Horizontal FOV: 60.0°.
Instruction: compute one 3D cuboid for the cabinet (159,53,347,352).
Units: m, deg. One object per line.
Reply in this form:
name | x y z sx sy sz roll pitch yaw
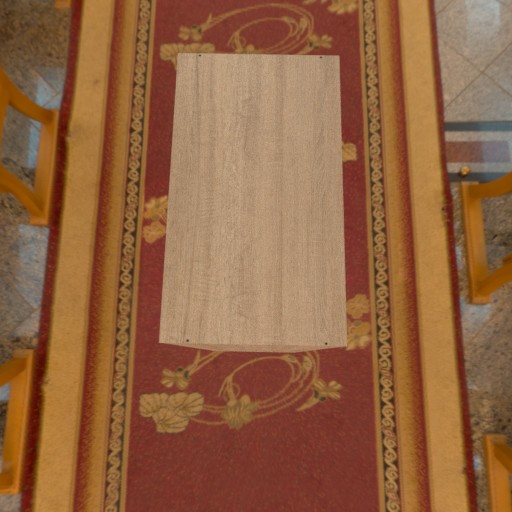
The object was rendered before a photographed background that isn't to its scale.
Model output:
cabinet | 0.000 0.000 2.429 0.571 1.999 1.006 1 77 0
